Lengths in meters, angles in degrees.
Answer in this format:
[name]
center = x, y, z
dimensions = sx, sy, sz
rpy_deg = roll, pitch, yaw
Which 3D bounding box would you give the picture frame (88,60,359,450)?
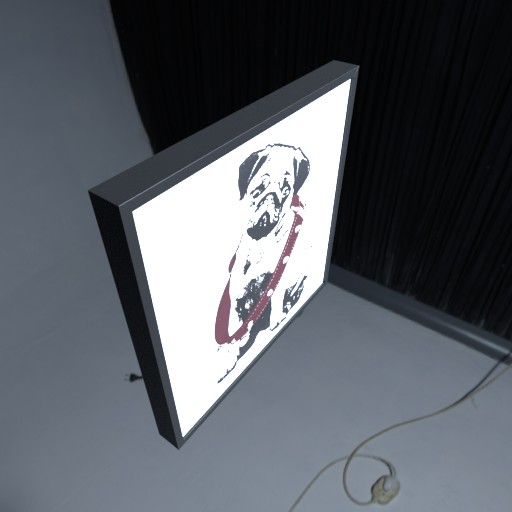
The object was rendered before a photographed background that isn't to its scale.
[picture frame]
center = 0.000, 0.000, 0.475
dimensions = 0.030, 0.317, 0.317
rpy_deg = 26, 48, 27
